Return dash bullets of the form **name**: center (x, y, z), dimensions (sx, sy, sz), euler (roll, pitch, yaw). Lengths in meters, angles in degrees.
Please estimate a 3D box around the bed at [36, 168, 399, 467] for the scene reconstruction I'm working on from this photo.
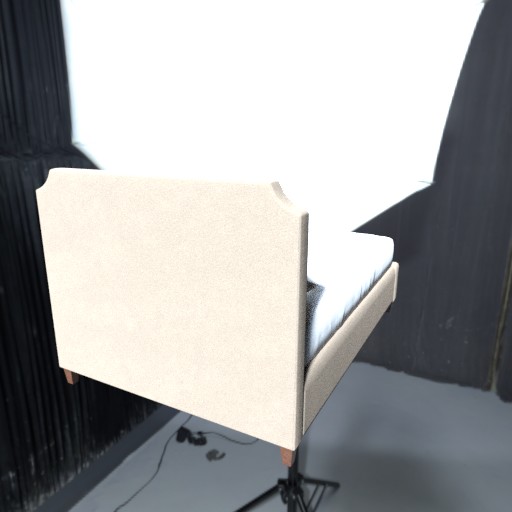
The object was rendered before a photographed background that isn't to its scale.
- **bed**: center (0.000, 0.000, 3.357), dimensions (1.703, 1.415, 2.329), euler (8, 18, 27)
